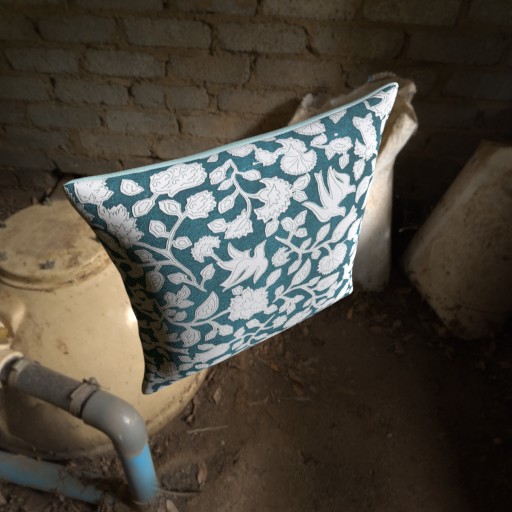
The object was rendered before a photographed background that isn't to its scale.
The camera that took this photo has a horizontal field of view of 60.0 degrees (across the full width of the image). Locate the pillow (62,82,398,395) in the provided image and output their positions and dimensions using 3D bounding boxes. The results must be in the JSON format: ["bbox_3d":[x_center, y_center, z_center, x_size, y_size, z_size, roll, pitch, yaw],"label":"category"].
[{"bbox_3d":[0.000,0.000,0.788,0.525,0.508,0.166,-23,50,-20],"label":"pillow"}]
